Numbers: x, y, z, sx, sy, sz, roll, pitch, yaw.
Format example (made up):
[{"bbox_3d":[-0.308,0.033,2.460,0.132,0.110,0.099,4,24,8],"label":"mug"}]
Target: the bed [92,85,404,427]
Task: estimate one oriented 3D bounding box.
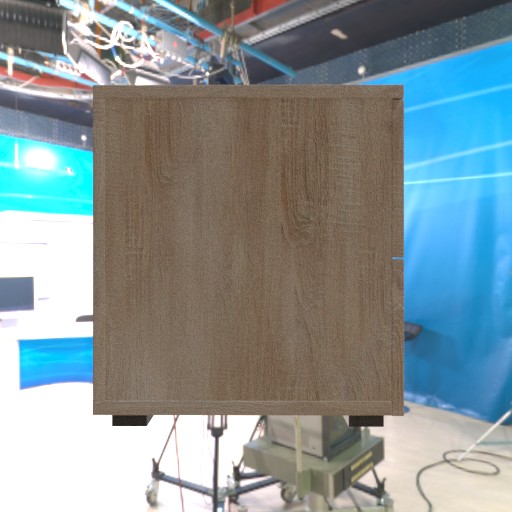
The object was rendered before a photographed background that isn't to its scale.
[{"bbox_3d":[0.000,0.000,0.773,0.401,0.420,0.460,0,0,0],"label":"bed"}]
